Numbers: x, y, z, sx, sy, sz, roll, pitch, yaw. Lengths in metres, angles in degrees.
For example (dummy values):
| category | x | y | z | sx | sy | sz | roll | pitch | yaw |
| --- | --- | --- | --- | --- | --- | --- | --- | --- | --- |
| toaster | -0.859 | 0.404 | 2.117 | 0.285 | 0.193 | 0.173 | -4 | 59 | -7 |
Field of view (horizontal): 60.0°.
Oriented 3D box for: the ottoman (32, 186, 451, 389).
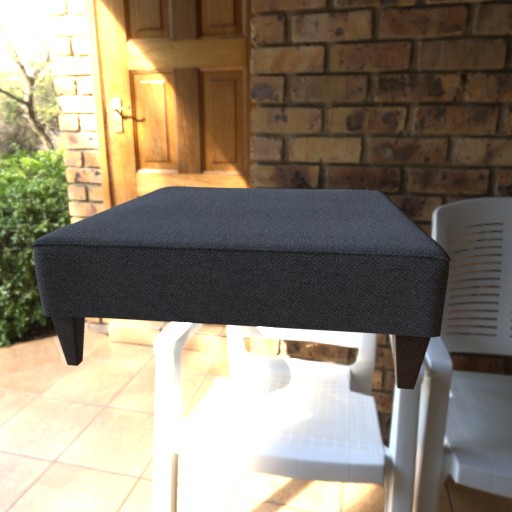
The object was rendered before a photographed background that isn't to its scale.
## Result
| category | x | y | z | sx | sy | sz | roll | pitch | yaw |
| --- | --- | --- | --- | --- | --- | --- | --- | --- | --- |
| ottoman | 0.000 | 0.000 | 1.493 | 0.970 | 0.378 | 0.981 | 2 | 16 | 7 |
